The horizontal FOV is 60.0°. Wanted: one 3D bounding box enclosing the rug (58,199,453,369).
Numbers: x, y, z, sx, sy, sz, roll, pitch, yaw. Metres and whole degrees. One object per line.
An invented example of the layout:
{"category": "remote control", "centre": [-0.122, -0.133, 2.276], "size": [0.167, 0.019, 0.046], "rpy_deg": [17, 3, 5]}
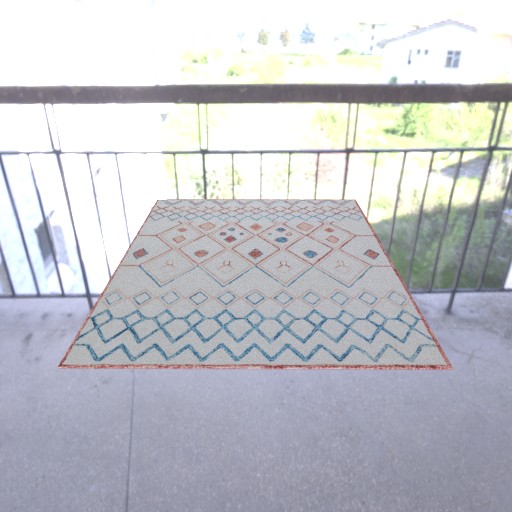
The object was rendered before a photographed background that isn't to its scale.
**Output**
{"category": "rug", "centre": [0.000, 0.000, 4.085], "size": [2.441, 0.016, 3.050], "rpy_deg": [0, 27, 0]}
